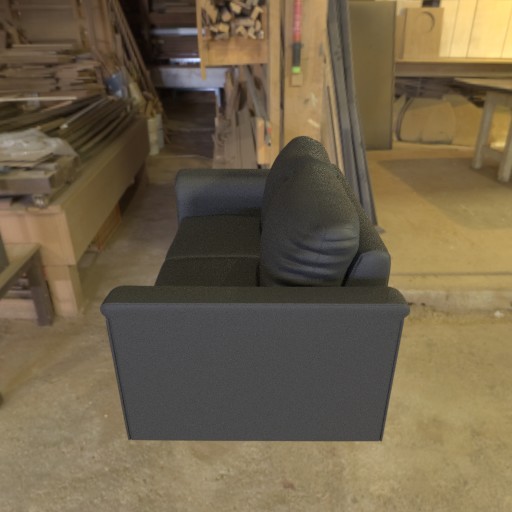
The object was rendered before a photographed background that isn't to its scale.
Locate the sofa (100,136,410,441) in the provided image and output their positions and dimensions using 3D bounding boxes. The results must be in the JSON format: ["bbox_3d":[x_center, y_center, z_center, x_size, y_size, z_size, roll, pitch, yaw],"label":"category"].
[{"bbox_3d":[0.000,0.000,1.951,0.887,0.845,1.386,0,27,0],"label":"sofa"}]
